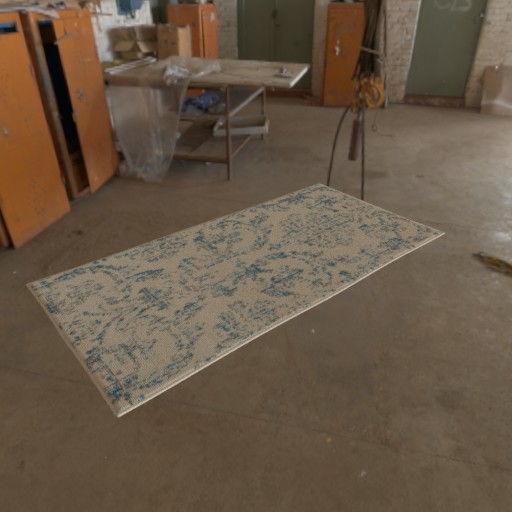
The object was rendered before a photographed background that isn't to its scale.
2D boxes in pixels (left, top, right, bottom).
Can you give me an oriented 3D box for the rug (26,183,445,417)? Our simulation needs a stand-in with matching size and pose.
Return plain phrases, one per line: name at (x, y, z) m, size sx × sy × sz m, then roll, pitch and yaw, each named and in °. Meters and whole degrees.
rug at (0.000, 0.000, 1.409) m, size 1.220 × 0.007 × 0.605 m, roll -23°, pitch 38°, yaw -33°
